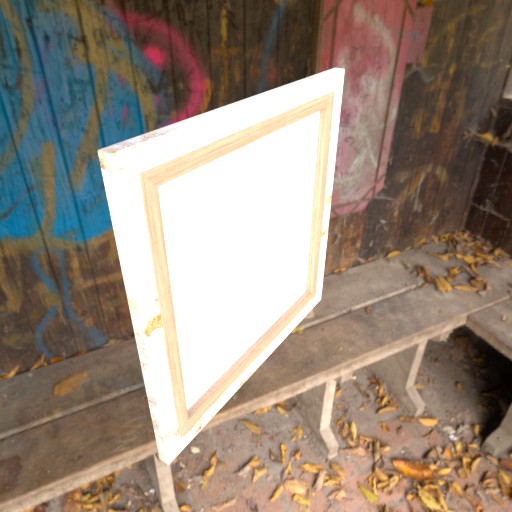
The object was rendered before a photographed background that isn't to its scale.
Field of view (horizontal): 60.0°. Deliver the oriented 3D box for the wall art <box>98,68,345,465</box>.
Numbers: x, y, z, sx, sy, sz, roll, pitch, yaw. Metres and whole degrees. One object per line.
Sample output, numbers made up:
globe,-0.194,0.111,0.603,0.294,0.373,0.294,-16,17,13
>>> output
wall art,0.000,0.000,1.473,0.040,1.018,1.015,21,39,29
